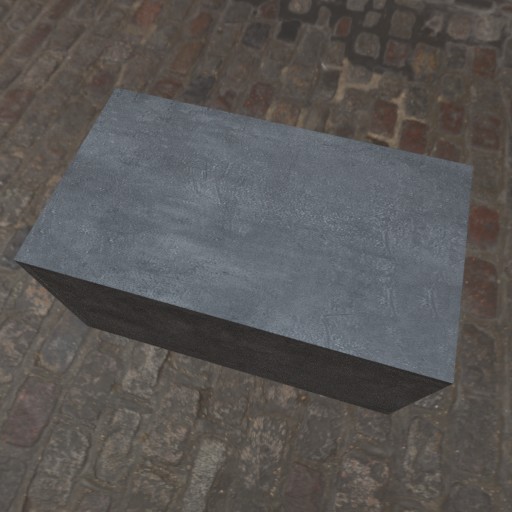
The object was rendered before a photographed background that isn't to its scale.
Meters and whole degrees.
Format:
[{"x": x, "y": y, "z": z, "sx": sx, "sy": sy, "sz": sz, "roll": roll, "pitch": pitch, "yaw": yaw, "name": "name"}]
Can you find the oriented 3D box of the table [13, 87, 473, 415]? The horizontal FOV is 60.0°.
[{"x": 0.000, "y": 0.000, "z": 0.914, "sx": 0.700, "sy": 0.350, "sz": 0.400, "roll": 15, "pitch": 64, "yaw": 7, "name": "table"}]
